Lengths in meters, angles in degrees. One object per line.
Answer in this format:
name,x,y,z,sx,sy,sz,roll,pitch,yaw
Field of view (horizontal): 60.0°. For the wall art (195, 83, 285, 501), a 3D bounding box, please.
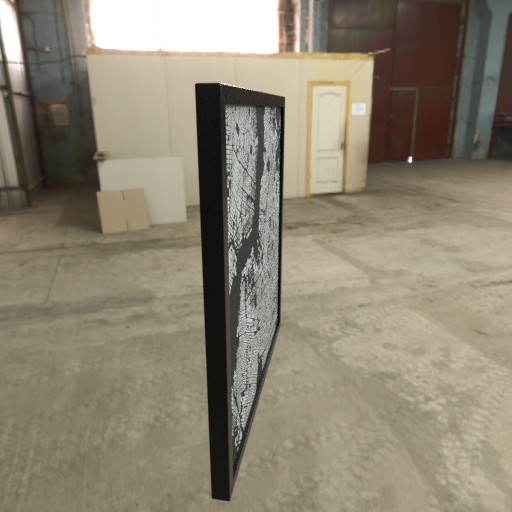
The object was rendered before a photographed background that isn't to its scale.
wall art,0.000,0.000,1.098,0.038,0.761,0.755,3,19,10
